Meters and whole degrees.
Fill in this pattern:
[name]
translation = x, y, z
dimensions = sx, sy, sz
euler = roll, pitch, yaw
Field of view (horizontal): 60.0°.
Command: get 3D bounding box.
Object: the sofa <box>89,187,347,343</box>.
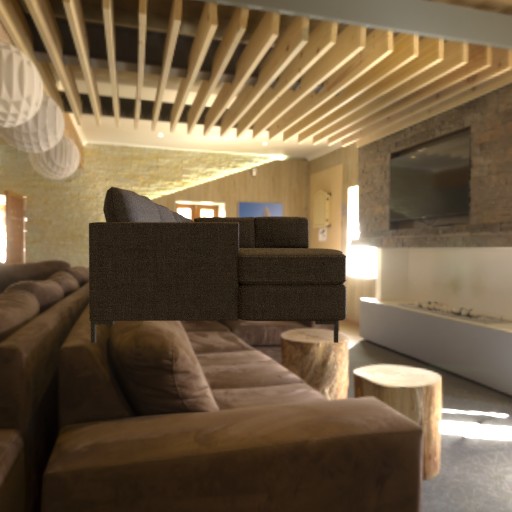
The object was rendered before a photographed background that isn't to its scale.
[sofa]
translation = 0.000, 0.000, 4.350
dimensions = 2.048, 0.999, 3.423
euler = 0, 1, -1
